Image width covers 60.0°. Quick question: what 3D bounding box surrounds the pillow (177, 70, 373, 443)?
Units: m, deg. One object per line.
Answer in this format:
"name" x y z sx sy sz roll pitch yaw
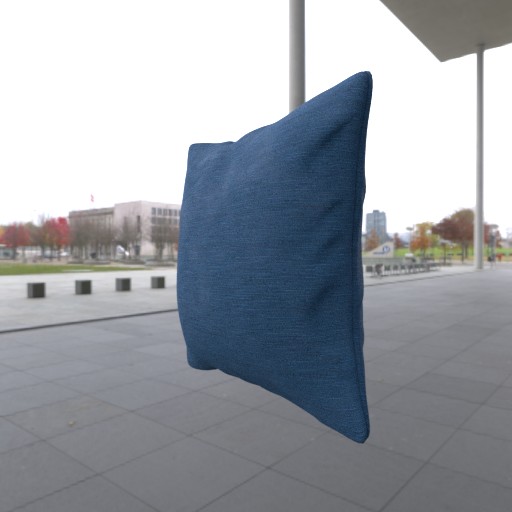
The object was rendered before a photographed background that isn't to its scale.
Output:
"pillow" 0.000 0.000 0.667 0.177 0.420 0.437 0 1 -35
